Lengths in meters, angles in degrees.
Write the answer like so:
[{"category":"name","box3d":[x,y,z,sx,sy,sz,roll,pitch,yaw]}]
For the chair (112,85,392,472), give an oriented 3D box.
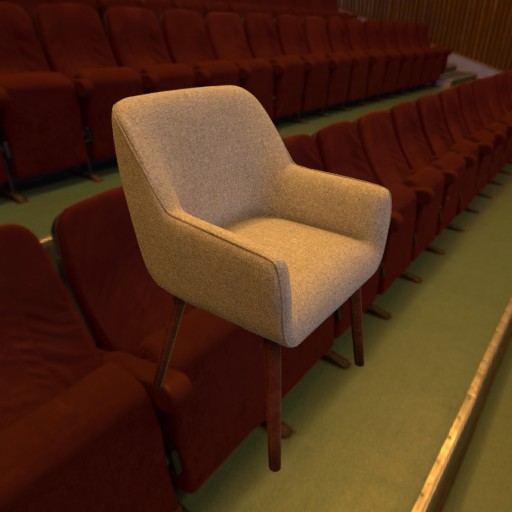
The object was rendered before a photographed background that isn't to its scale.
[{"category":"chair","box3d":[0.000,0.000,1.175,0.519,0.803,0.543,18,32,33]}]
